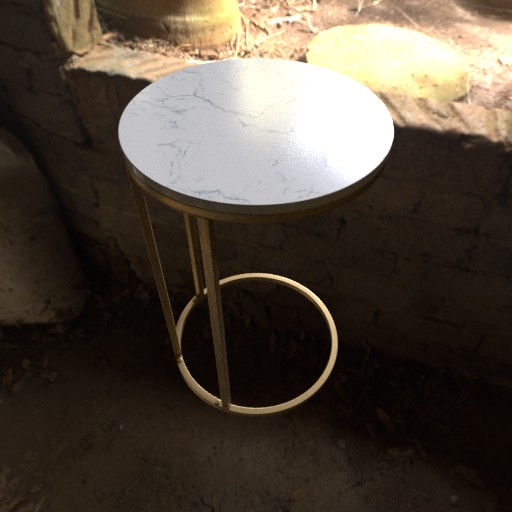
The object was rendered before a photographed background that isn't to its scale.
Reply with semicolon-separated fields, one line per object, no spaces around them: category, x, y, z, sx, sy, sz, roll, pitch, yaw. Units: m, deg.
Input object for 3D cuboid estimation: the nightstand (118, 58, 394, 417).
nightstand;0.000;0.000;0.880;0.400;0.610;0.400;-11;48;-10
